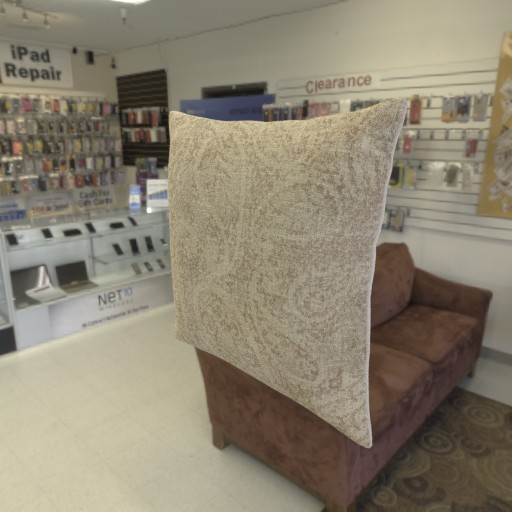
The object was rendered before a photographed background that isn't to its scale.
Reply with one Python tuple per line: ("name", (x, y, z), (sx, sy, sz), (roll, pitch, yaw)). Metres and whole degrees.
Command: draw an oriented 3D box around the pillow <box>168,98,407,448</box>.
("pillow", (0.000, 0.000, 0.794), (0.166, 0.510, 0.523), (-15, 22, -42))
